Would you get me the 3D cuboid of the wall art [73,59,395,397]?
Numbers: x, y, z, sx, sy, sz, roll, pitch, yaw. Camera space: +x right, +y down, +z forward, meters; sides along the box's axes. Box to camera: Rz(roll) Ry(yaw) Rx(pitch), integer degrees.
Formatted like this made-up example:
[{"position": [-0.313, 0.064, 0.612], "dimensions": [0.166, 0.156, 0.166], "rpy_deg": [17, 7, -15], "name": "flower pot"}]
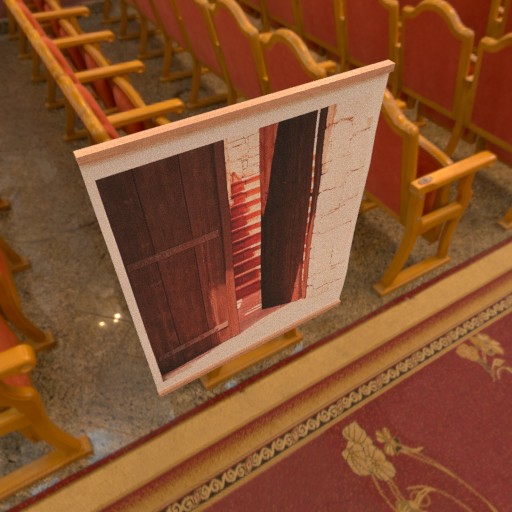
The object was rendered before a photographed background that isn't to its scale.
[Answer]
[{"position": [0.000, 0.000, 0.683], "dimensions": [0.406, 0.508, 0.013], "rpy_deg": [-24, 51, -20], "name": "wall art"}]
